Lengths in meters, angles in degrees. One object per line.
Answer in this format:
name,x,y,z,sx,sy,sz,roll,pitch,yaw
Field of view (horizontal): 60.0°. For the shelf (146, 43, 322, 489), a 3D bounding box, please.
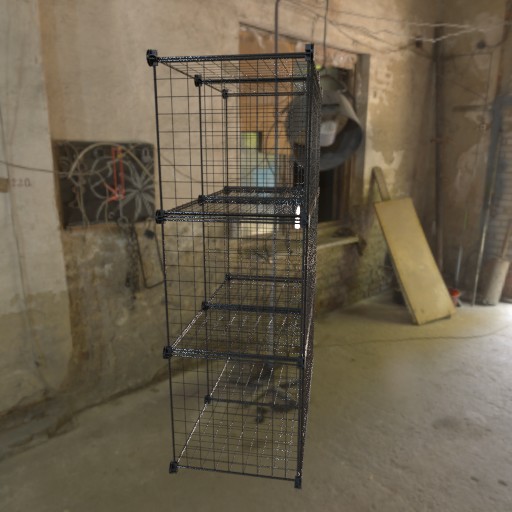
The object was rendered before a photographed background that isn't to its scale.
shelf,0.000,0.000,1.380,0.356,1.067,0.711,2,14,9
